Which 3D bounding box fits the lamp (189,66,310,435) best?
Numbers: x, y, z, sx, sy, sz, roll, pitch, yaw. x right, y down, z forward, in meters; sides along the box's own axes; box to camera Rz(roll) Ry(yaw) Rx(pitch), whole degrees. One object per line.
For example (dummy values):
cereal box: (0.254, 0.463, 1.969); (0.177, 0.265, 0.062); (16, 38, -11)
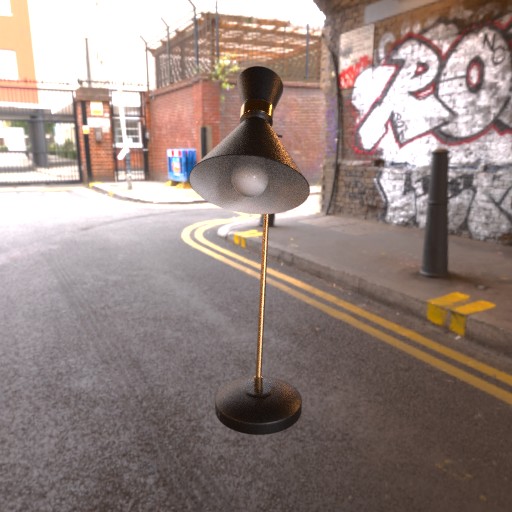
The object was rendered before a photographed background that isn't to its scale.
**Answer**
lamp: (0.000, 0.000, 0.786); (0.189, 0.647, 0.292); (2, 14, 9)
